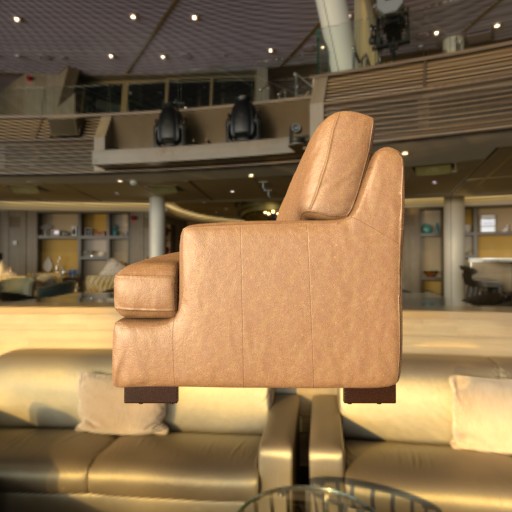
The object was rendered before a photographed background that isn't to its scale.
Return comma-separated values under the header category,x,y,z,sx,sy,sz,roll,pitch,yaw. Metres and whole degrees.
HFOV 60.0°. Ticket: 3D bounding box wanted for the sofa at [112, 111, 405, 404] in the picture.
category,x,y,z,sx,sy,sz,roll,pitch,yaw
sofa,0.000,0.000,2.329,0.962,0.980,1.855,0,-1,0
